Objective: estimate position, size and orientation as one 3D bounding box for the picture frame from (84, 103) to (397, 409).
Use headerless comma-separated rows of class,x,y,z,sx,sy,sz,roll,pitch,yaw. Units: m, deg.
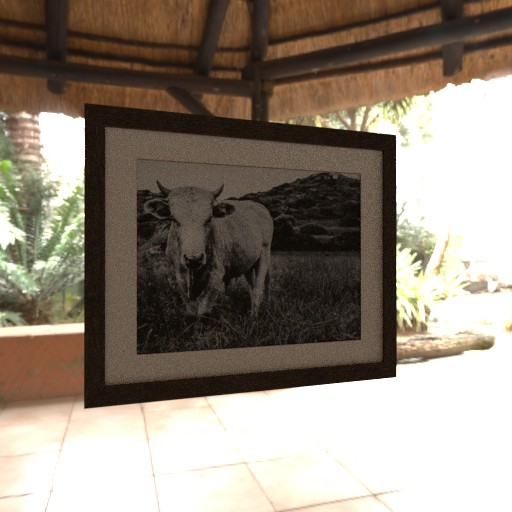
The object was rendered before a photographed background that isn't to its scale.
picture frame,0.000,0.000,0.757,0.546,0.455,0.026,0,0,-18
